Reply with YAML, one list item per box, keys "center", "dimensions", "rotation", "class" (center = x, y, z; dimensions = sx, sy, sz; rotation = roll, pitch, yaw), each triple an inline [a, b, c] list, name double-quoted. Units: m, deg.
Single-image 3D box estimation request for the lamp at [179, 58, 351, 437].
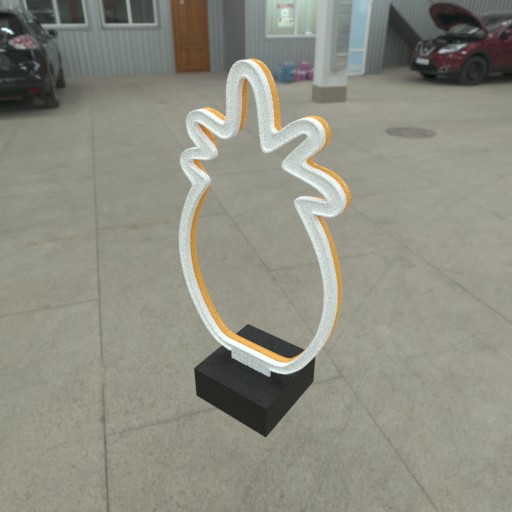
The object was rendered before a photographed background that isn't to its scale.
- center: [0.000, 0.000, 0.389]
  dimensions: [0.167, 0.317, 0.088]
  rotation: [19, 34, 31]
  class: "lamp"
